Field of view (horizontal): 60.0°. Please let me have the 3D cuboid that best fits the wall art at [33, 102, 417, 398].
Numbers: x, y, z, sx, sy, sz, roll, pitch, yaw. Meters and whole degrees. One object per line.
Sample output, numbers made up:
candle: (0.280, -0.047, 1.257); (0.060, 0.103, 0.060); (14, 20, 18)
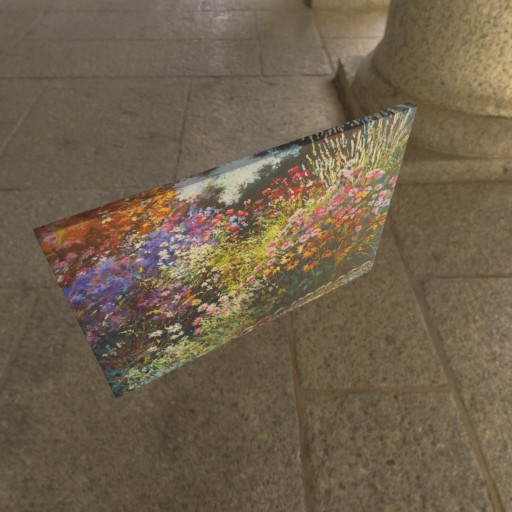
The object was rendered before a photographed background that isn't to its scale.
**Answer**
wall art: (0.000, 0.000, 1.450); (1.136, 0.760, 0.042); (-23, 51, -21)
